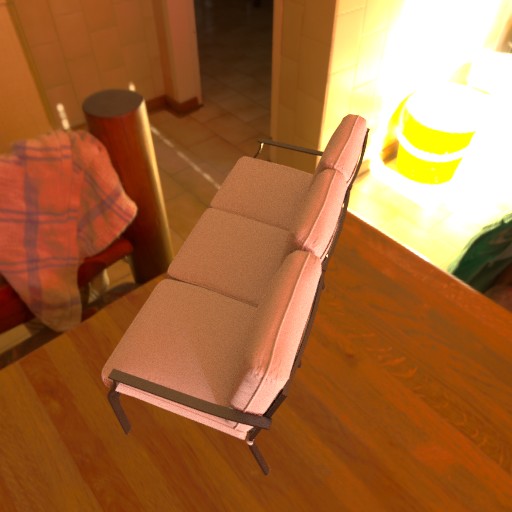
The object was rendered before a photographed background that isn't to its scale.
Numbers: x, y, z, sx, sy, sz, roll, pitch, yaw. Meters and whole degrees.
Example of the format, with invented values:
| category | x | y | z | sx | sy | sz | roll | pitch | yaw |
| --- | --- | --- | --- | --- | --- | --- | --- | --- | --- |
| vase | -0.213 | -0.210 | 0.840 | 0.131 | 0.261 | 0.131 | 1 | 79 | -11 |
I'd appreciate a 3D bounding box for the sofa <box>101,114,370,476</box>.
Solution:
| category | x | y | z | sx | sy | sz | roll | pitch | yaw |
| --- | --- | --- | --- | --- | --- | --- | --- | --- | --- |
| sofa | 0.000 | 0.000 | 2.213 | 0.787 | 0.860 | 1.740 | 14 | 47 | 13 |
